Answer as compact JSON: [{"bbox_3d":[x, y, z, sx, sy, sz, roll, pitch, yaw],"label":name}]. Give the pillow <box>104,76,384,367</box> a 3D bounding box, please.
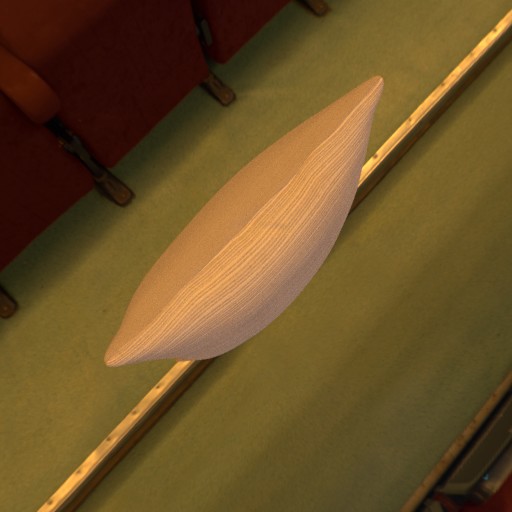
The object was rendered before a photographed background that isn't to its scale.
[{"bbox_3d":[0.000,0.000,0.789,0.204,0.497,0.512,42,81,8],"label":"pillow"}]
